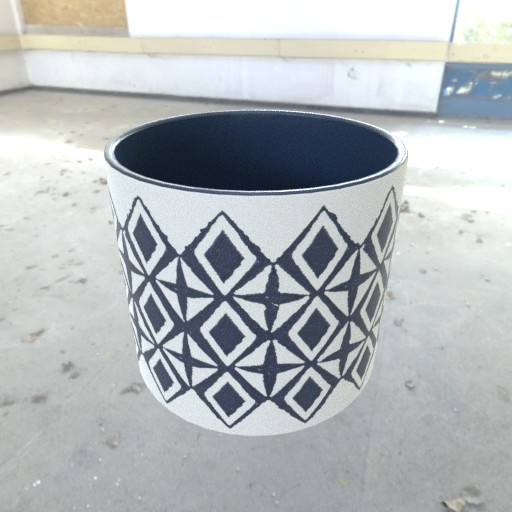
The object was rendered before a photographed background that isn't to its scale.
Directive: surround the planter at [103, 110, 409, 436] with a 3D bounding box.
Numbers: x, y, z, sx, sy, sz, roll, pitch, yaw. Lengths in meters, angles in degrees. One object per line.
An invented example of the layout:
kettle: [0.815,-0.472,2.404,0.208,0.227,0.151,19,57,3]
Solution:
planter: [0.000,0.000,0.386,0.224,0.203,0.224,0,29,0]
